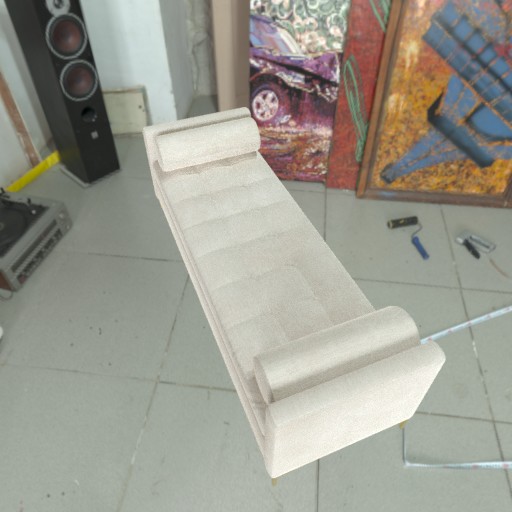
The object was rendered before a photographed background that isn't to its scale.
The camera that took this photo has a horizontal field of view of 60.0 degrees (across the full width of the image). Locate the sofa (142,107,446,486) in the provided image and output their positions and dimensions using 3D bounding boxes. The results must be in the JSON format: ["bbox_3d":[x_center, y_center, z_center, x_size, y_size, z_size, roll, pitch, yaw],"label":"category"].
[{"bbox_3d":[0.000,0.000,2.344,0.686,0.635,1.981,-16,49,-15],"label":"sofa"}]
